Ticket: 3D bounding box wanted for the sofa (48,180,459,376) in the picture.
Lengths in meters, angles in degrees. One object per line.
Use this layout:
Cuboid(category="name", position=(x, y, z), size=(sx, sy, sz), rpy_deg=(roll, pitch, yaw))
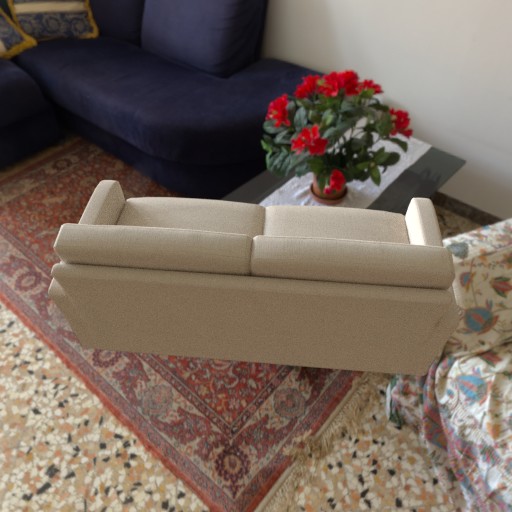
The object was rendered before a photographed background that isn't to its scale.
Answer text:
Cuboid(category="sofa", position=(0.000, 0.000, 2.257), size=(1.808, 0.831, 0.894), rpy_deg=(4, 47, 4))
